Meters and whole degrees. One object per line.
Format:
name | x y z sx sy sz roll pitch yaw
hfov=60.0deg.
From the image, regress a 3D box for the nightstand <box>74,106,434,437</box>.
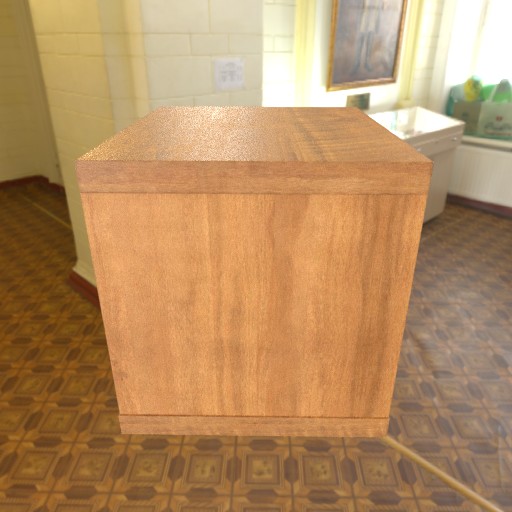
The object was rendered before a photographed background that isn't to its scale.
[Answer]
nightstand | 0.000 0.000 0.858 0.436 0.491 0.493 0 26 1
